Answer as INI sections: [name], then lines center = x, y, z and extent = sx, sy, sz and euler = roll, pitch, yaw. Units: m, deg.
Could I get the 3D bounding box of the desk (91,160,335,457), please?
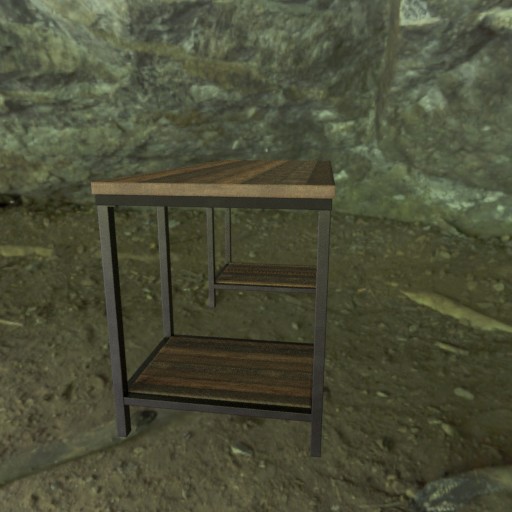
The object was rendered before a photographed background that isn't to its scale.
[desk]
center = 0.000, 0.000, 1.919
extent = 0.617, 0.753, 1.538
euler = 2, 14, 9
